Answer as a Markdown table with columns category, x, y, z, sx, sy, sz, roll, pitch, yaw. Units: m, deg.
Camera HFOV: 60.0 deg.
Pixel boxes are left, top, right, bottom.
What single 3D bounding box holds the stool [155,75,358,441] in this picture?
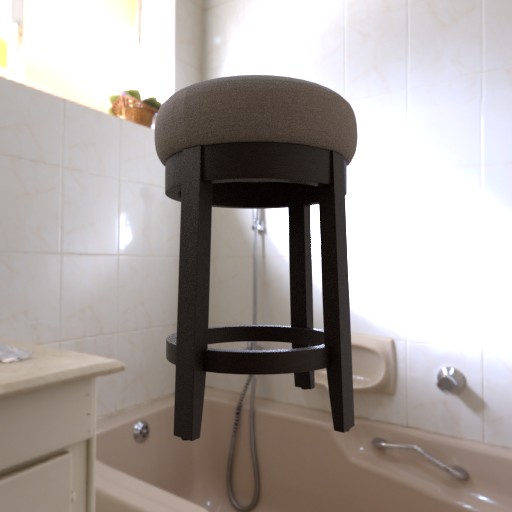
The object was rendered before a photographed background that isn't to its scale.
| category | x | y | z | sx | sy | sz | roll | pitch | yaw |
| --- | --- | --- | --- | --- | --- | --- | --- | --- | --- |
| stool | 0.000 | 0.000 | 0.982 | 0.443 | 0.672 | 0.443 | 0 | -2 | 0 |
